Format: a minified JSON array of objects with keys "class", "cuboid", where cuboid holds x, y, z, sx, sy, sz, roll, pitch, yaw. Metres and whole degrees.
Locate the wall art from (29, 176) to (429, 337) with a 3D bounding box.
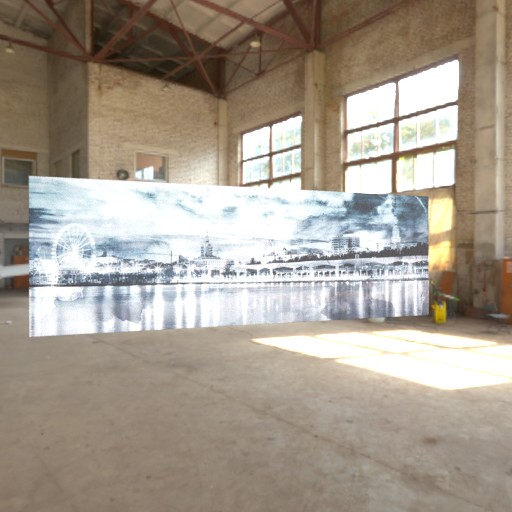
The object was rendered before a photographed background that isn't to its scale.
[{"class":"wall art","cuboid":[0.000,0.000,0.830,0.759,0.251,0.037,0,0,-19]}]
